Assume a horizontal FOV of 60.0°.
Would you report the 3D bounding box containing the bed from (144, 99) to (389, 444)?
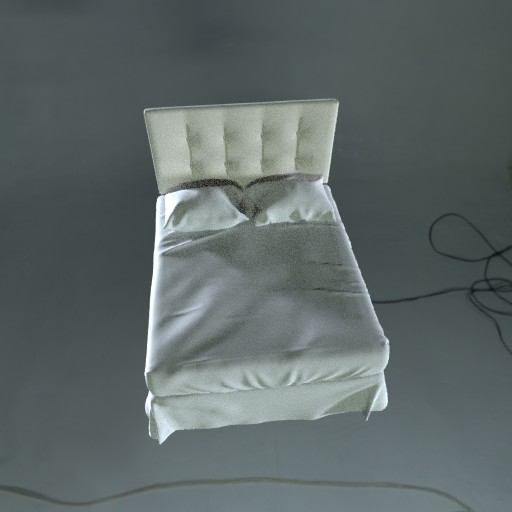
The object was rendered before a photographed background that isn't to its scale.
[{"bbox_3d":[0.000,0.000,3.557,1.936,1.577,2.222,-5,46,-4],"label":"bed"}]
